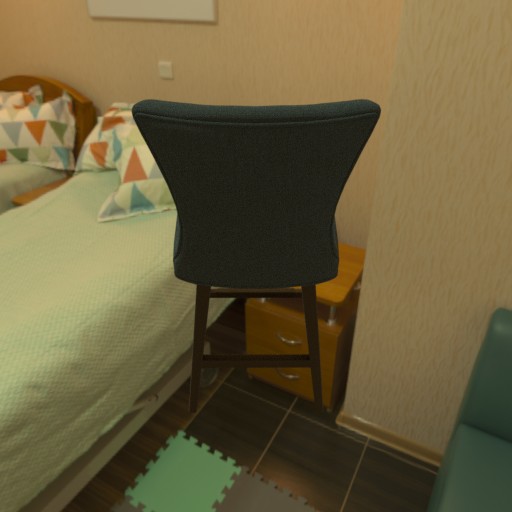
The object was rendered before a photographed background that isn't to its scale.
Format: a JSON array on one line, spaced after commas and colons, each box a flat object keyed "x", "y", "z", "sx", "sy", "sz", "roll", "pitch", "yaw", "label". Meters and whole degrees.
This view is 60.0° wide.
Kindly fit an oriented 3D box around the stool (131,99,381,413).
[{"x": 0.000, "y": 0.000, "z": 1.348, "sx": 0.514, "sy": 1.000, "sz": 0.574, "roll": 0, "pitch": 31, "yaw": 0, "label": "stool"}]
